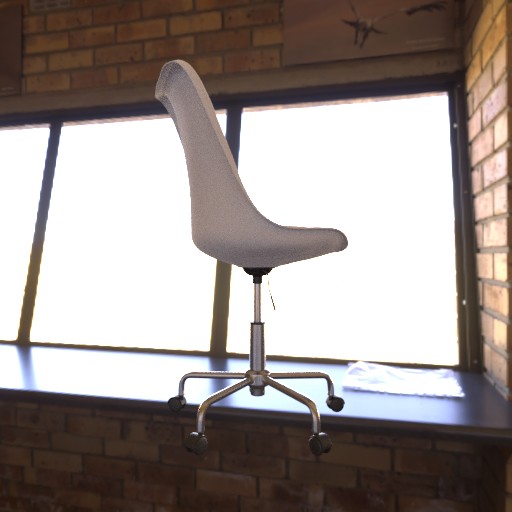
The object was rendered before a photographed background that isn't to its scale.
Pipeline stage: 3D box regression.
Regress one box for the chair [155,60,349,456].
[{"bbox_3d":[0.000,0.000,1.252,0.550,0.930,0.550,0,0,-18],"label":"chair"}]
